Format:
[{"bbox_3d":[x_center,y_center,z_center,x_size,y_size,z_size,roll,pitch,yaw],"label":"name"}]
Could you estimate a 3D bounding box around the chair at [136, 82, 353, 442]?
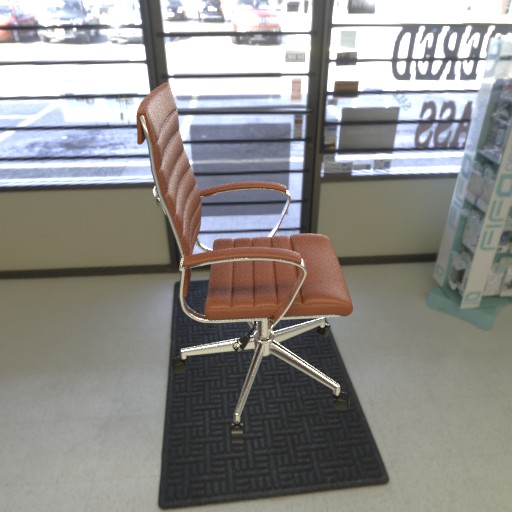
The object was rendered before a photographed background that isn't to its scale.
[{"bbox_3d":[0.000,0.000,1.648,0.739,1.149,0.766,-1,31,-1],"label":"chair"}]
